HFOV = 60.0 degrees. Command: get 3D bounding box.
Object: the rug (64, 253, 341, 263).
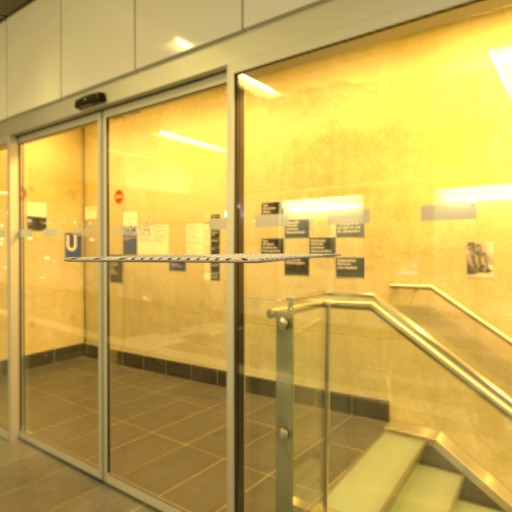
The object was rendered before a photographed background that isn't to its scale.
[{"bbox_3d":[0.000,0.000,2.709,0.773,0.020,2.439,0,1,17],"label":"rug"}]
